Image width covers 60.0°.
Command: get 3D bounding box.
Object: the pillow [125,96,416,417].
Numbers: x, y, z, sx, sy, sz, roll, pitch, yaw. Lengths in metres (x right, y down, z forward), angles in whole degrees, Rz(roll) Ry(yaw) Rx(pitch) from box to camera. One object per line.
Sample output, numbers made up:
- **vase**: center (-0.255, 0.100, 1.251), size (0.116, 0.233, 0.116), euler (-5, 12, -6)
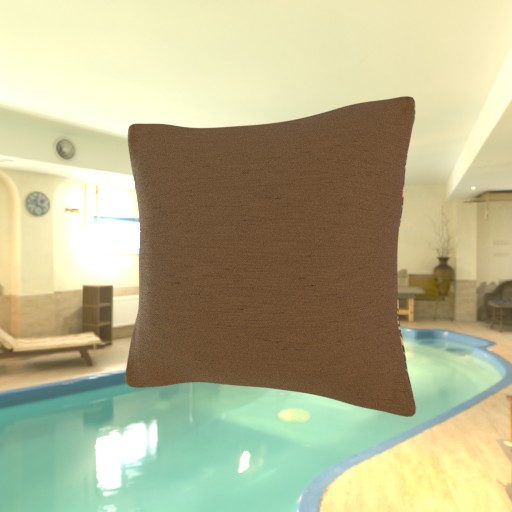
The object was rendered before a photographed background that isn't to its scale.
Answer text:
- **pillow**: center (0.000, 0.000, 0.639), size (0.436, 0.417, 0.148), euler (0, 1, 18)
